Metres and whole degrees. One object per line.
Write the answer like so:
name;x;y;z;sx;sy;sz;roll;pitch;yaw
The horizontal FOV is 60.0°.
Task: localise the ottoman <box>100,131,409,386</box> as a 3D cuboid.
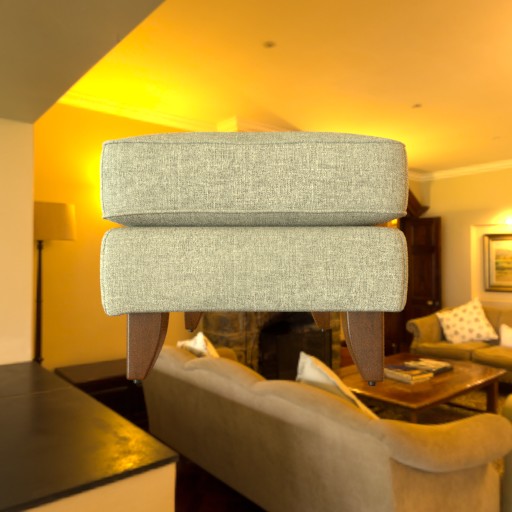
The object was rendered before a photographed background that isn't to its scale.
ottoman;0.000;0.000;1.318;0.661;0.561;0.889;0;-1;1
